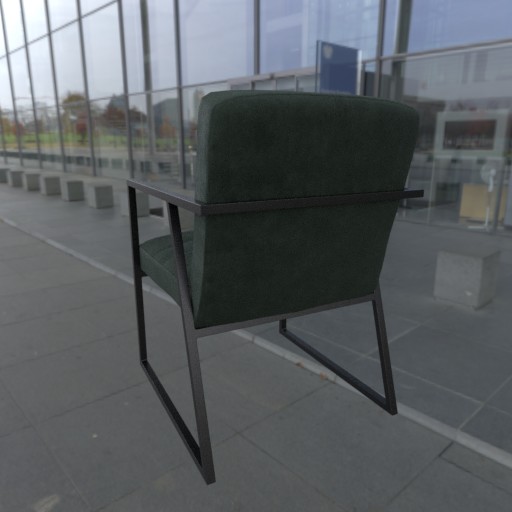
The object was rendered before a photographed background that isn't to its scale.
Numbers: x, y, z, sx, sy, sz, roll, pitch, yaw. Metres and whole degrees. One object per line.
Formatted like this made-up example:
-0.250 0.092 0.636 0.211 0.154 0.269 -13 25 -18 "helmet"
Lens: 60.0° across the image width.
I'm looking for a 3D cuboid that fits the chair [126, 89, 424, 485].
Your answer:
0.000 0.000 1.264 0.571 0.833 0.677 -8 17 -27 "chair"
